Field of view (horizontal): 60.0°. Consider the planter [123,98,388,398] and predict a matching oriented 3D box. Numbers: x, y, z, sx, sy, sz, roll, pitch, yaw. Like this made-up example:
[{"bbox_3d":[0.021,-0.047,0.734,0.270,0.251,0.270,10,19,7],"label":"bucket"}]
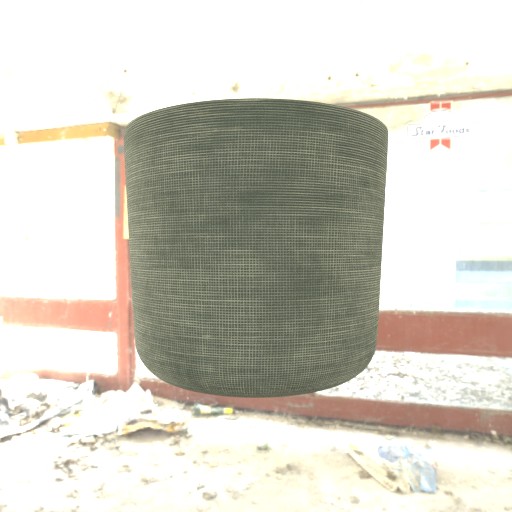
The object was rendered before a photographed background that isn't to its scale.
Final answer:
[{"bbox_3d":[0.000,0.000,0.771,0.440,0.398,0.440,0,1,0],"label":"planter"}]
